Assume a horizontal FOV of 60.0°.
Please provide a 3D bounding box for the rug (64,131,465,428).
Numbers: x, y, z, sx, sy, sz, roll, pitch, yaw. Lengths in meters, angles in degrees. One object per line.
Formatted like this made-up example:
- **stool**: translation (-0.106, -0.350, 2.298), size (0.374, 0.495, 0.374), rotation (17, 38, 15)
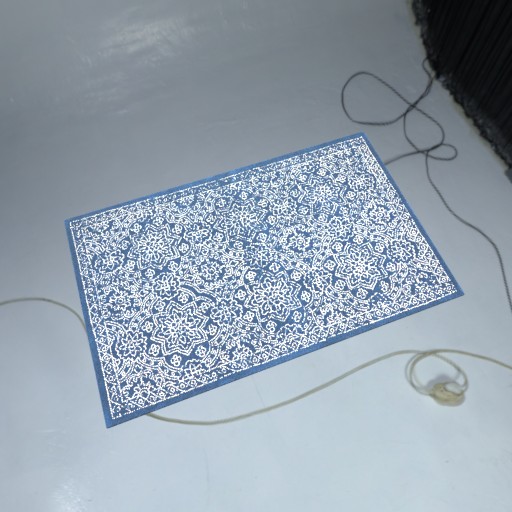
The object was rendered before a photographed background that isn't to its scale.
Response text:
- **rug**: translation (0.000, 0.000, 3.120), size (2.441, 0.015, 1.526), rotation (-18, 65, -9)
